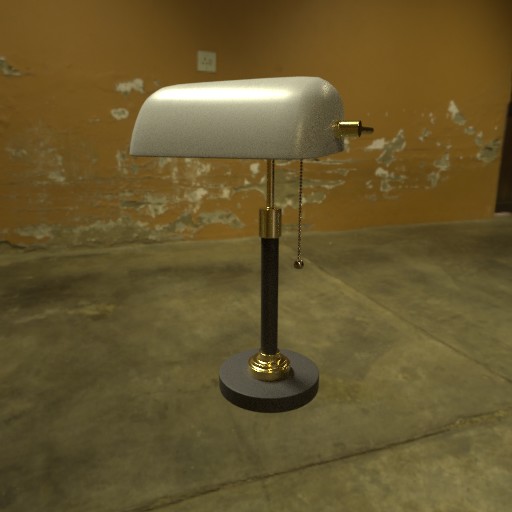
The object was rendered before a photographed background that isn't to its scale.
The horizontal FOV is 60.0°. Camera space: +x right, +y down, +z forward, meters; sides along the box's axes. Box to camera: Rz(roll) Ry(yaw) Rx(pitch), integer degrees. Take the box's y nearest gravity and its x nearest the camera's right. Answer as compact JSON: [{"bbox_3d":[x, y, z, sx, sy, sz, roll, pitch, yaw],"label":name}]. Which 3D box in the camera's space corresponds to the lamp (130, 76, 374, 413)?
[{"bbox_3d":[0.000,0.000,0.557,0.269,0.404,0.227,7,16,26],"label":"lamp"}]
